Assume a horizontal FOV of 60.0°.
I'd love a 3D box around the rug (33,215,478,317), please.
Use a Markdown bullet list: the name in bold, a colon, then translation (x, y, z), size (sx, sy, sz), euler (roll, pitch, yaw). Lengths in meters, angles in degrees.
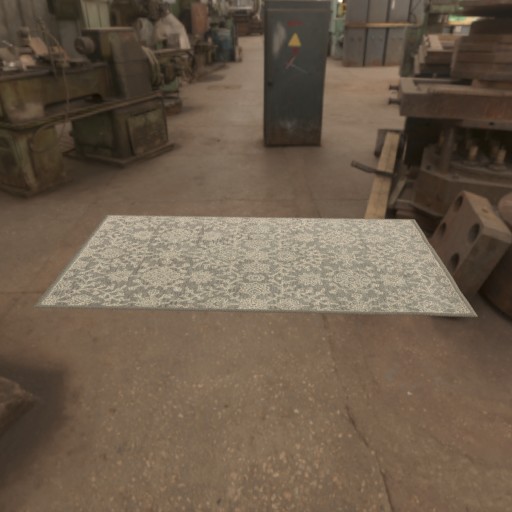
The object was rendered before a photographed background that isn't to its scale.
- **rug**: translation (0.000, 0.000, 3.705), size (3.048, 0.011, 1.546), euler (1, 30, 2)
